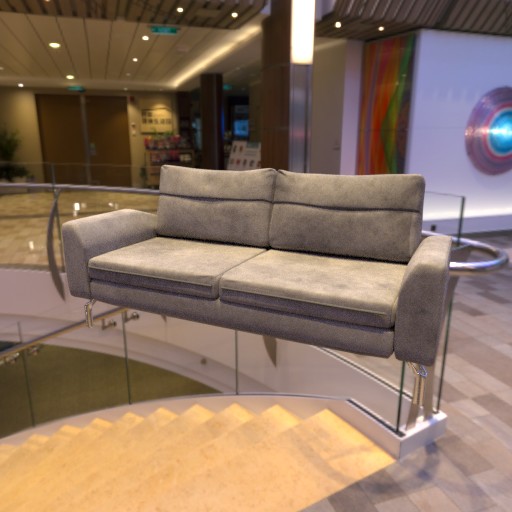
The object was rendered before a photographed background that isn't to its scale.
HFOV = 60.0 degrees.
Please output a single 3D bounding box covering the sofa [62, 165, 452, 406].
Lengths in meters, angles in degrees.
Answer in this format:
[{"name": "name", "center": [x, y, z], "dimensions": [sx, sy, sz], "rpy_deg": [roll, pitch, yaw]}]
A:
[{"name": "sofa", "center": [0.000, 0.000, 2.295], "dimensions": [1.837, 0.859, 0.849], "rpy_deg": [7, 17, 24]}]
